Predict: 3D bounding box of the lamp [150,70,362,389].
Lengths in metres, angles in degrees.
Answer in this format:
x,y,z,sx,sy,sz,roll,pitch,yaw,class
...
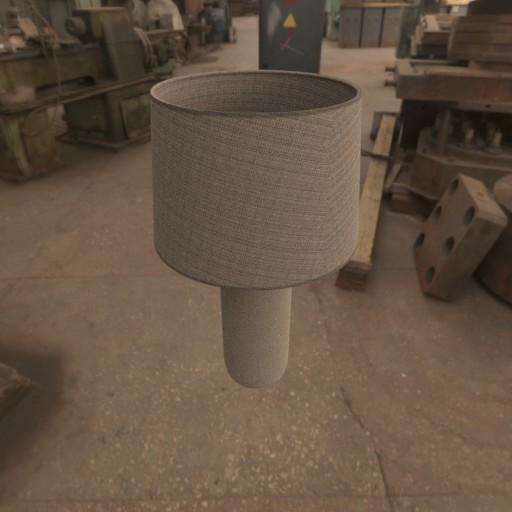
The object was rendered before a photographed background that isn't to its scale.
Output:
x,y,z,sx,sy,sz,roll,pitch,yaw,class
0.000,0.000,0.840,0.367,0.609,0.367,0,32,0,lamp
